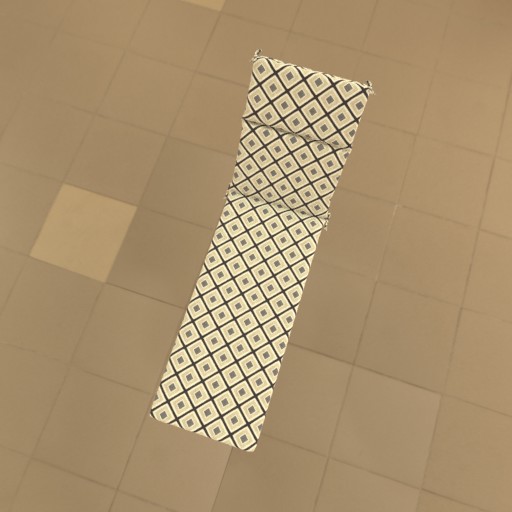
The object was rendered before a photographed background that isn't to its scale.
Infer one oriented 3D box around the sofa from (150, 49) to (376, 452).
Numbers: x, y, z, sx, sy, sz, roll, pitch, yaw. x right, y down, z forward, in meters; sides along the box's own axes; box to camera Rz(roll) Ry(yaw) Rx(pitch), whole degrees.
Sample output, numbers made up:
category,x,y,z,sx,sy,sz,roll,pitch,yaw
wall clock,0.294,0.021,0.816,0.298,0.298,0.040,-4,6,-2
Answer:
category,x,y,z,sx,sy,sz,roll,pitch,yaw
sofa,0.000,0.000,2.000,0.582,0.622,1.663,17,76,4
